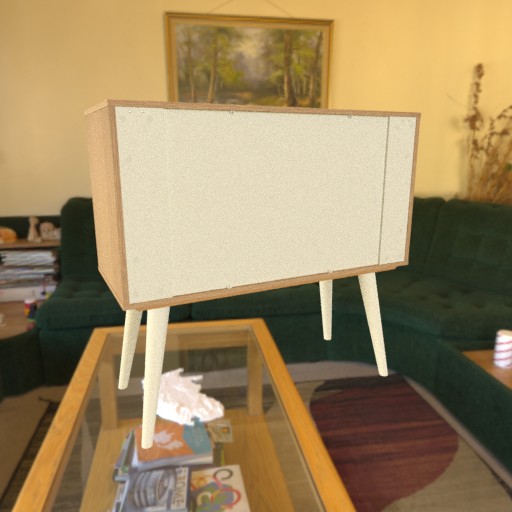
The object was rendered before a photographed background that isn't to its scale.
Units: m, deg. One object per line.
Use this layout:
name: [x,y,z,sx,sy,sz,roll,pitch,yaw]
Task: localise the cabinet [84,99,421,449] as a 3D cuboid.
cabinet: [0.000,0.000,1.641,1.057,1.016,0.470,-7,16,-26]
